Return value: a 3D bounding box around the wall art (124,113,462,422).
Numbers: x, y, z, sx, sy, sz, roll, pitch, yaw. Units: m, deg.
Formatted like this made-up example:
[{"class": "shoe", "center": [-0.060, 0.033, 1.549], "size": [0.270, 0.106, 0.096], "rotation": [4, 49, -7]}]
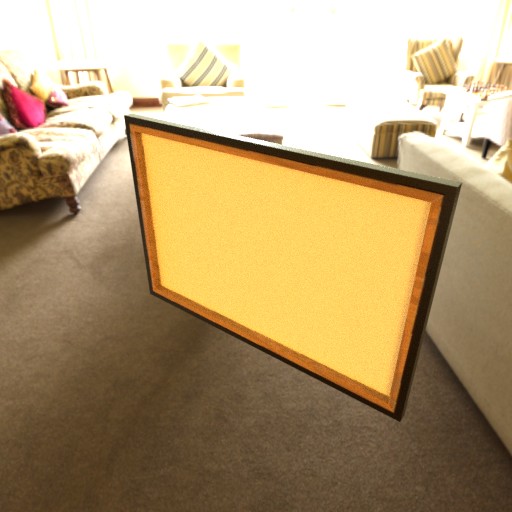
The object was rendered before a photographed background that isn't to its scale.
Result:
[{"class": "wall art", "center": [0.000, 0.000, 0.856], "size": [0.659, 0.446, 0.022], "rotation": [21, 36, 31]}]
